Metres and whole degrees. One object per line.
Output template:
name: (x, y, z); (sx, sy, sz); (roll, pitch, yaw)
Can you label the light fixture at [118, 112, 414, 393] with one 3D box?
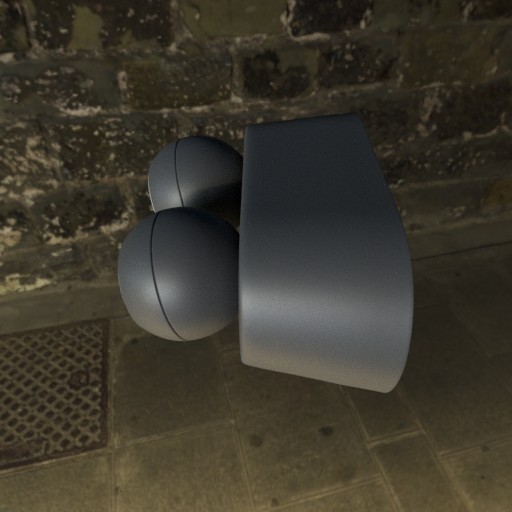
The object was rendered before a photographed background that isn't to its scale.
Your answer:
light fixture: (0.000, 0.000, 0.328); (0.159, 0.159, 0.229); (0, 42, 0)
